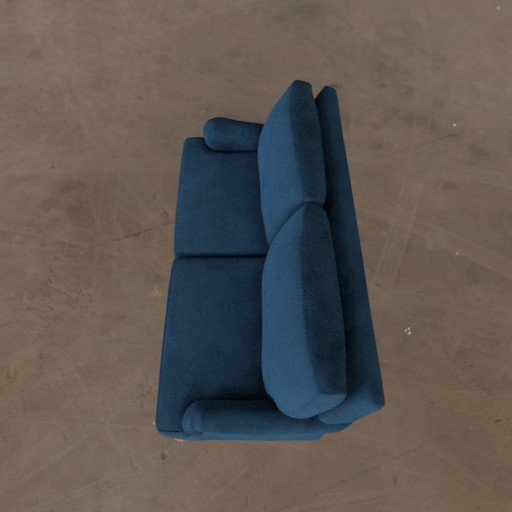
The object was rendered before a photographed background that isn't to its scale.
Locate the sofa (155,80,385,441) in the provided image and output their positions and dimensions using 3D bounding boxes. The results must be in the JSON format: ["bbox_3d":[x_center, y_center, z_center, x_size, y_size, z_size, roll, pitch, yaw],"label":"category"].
[{"bbox_3d":[0.000,0.000,2.780,1.084,1.101,2.141,-1,59,0],"label":"sofa"}]
